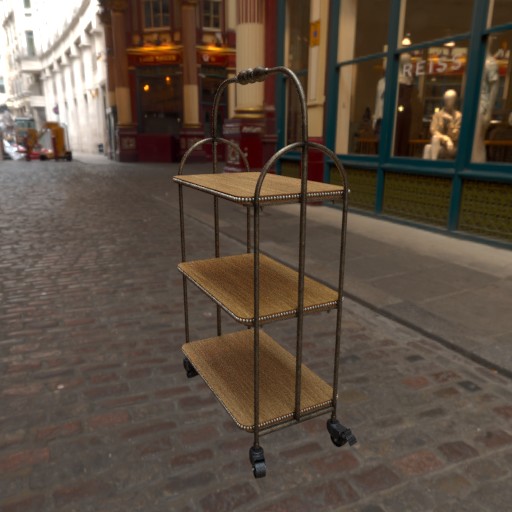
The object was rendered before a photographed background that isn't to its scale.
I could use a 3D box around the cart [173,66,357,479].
[{"bbox_3d":[0.000,0.000,1.332,0.330,1.052,0.650,-8,18,-26],"label":"cart"}]
